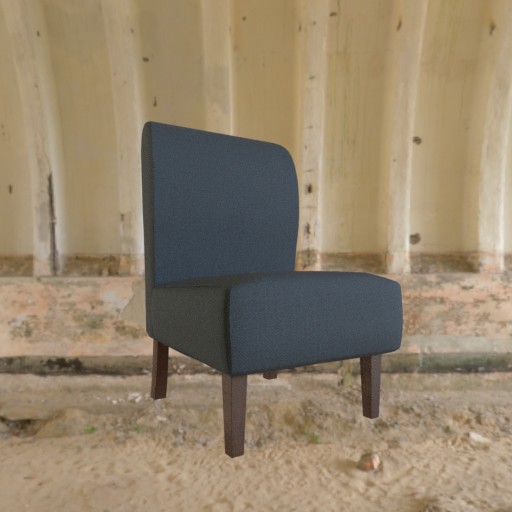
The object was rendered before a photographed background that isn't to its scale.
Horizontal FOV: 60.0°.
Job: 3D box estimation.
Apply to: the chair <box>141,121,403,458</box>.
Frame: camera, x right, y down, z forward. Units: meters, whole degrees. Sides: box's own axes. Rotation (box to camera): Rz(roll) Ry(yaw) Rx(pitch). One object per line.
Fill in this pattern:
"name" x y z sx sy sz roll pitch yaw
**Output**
"chair" 0.000 0.000 1.195 0.513 0.804 0.592 1 -1 -34
